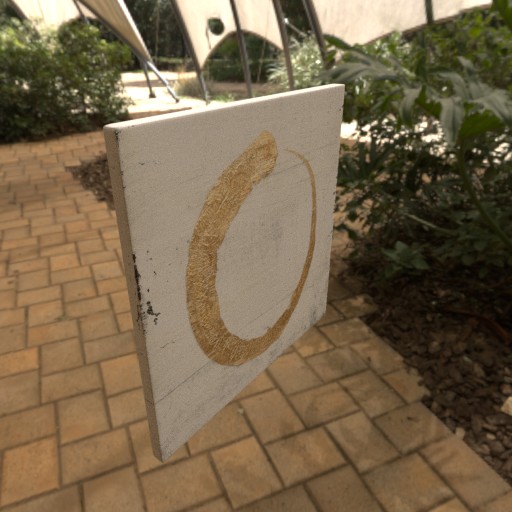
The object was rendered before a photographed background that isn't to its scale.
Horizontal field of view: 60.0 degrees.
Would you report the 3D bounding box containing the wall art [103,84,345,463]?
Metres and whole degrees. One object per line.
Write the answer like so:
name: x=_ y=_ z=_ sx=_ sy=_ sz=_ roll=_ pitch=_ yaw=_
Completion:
wall art: x=0.000 y=0.000 z=1.131 sx=0.038 sy=0.762 sz=0.762 roll=19 pitch=33 yaw=33
